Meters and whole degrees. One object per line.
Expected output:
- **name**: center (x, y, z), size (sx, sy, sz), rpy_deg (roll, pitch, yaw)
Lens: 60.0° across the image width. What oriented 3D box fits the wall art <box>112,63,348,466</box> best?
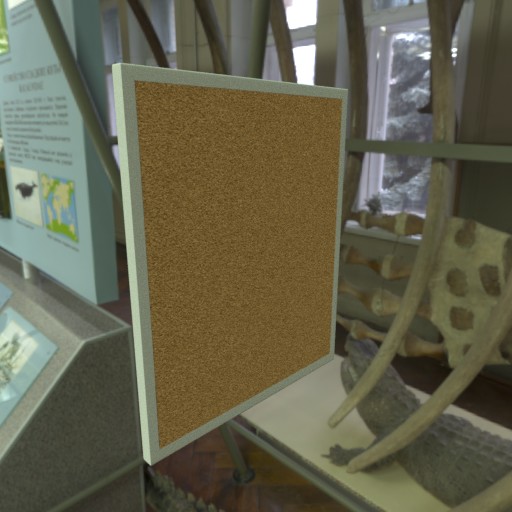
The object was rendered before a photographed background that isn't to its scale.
- **wall art**: center (0.000, 0.000, 0.721), size (0.444, 0.536, 0.020), rpy_deg (-15, 21, -43)
